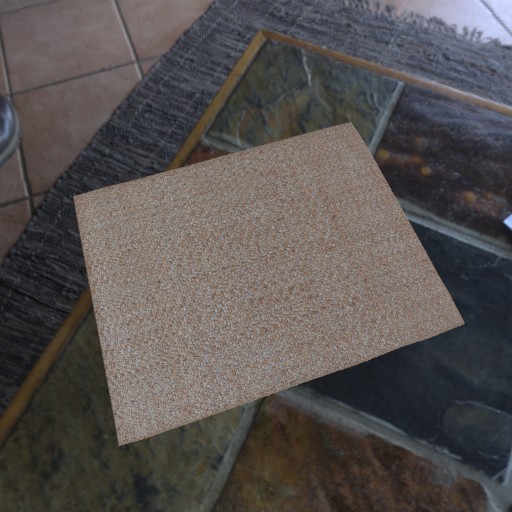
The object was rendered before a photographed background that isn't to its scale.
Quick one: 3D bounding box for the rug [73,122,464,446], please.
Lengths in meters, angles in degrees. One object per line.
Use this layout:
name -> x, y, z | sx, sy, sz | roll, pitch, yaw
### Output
rug -> 0.000, 0.000, 4.124 | 3.048, 0.013, 2.439 | -17, 65, -8
